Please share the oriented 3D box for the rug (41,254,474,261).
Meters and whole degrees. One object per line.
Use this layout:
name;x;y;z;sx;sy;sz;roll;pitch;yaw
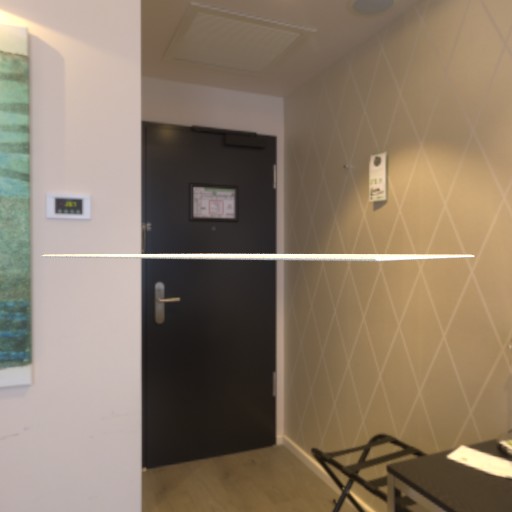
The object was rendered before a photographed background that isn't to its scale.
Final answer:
rug;0.000;0.000;2.778;2.202;0.014;1.598;0;1;37
